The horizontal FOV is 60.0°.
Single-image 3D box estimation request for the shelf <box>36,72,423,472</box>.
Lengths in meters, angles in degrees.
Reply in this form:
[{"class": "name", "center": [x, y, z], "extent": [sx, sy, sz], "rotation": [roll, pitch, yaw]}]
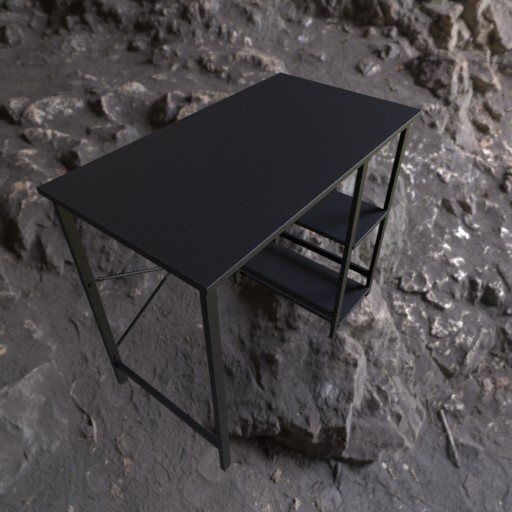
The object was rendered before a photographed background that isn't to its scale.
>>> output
[{"class": "shelf", "center": [0.000, 0.000, 1.353], "extent": [0.498, 0.749, 0.902], "rotation": [27, 48, 28]}]
